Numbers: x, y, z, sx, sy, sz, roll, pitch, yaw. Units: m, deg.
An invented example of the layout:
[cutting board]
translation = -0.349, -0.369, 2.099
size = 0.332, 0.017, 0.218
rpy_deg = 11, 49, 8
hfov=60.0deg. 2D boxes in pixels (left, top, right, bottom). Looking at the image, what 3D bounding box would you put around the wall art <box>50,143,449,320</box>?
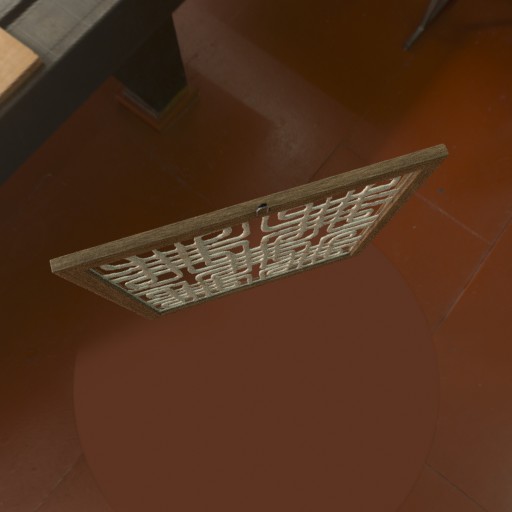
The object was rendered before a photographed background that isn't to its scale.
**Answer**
[wall art]
translation = 0.000, 0.000, 0.860
size = 0.561, 0.582, 0.021
rpy_deg = -17, 76, -4
